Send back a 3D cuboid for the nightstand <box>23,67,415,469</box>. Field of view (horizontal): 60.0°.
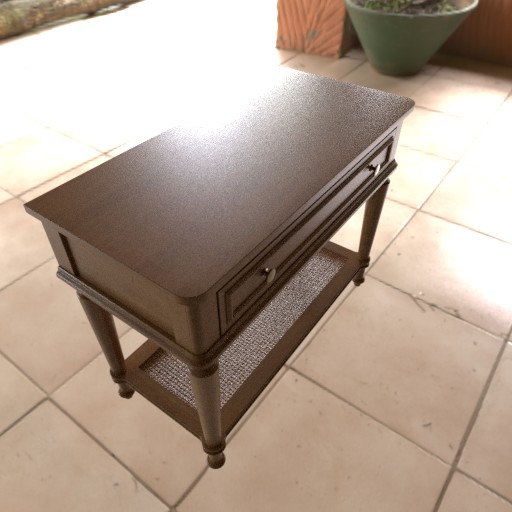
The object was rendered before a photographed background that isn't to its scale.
[{"bbox_3d":[0.000,0.000,1.258,0.432,0.700,0.914,26,48,26],"label":"nightstand"}]
